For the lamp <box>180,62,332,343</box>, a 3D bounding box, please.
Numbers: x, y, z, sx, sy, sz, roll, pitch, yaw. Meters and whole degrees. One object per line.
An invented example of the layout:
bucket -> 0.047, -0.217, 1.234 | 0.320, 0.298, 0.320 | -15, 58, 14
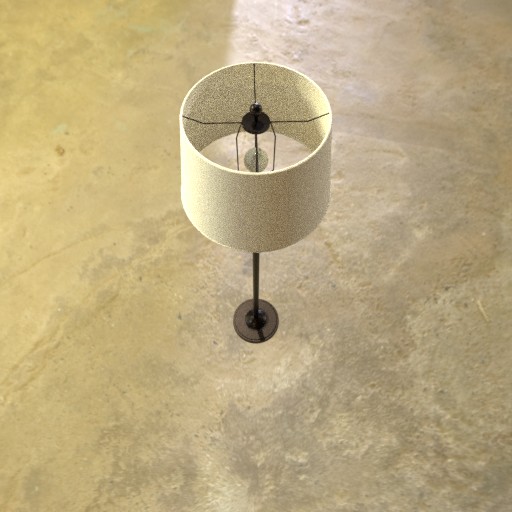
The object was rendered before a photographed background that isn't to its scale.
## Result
lamp -> 0.000, 0.000, 1.662 | 0.431, 1.484, 0.431 | 0, 63, 0
